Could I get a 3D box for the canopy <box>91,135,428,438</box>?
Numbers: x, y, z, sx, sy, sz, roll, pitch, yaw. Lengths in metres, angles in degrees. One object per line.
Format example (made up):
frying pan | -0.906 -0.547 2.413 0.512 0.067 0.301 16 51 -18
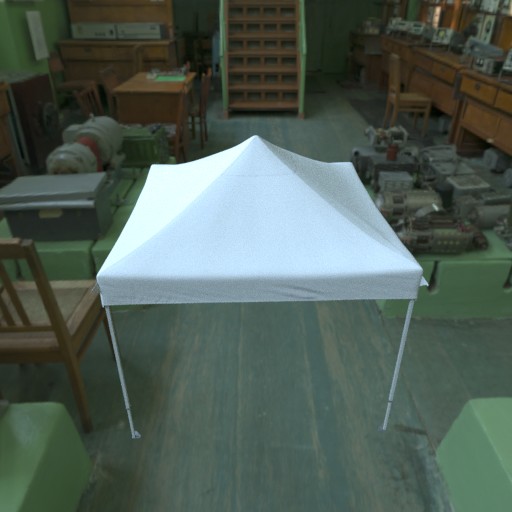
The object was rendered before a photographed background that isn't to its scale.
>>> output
canopy | 0.000 0.000 5.502 2.996 2.998 2.994 -1 31 -2
